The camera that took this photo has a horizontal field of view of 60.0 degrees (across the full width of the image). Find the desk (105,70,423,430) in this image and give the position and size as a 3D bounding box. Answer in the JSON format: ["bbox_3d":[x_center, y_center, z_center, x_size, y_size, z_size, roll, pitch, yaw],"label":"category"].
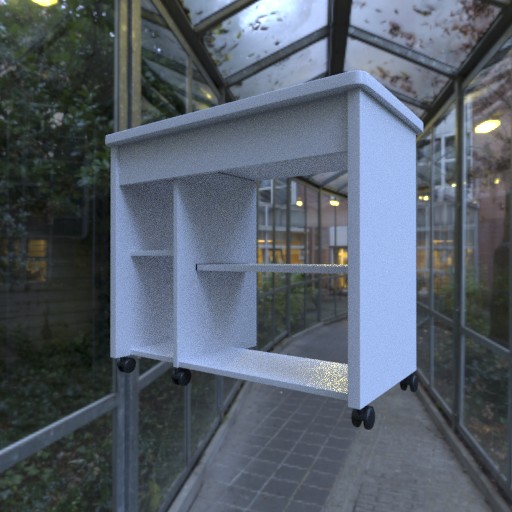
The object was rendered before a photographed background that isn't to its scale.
[{"bbox_3d":[0.000,0.000,1.348,0.877,0.763,0.475,0,0,36],"label":"desk"}]
